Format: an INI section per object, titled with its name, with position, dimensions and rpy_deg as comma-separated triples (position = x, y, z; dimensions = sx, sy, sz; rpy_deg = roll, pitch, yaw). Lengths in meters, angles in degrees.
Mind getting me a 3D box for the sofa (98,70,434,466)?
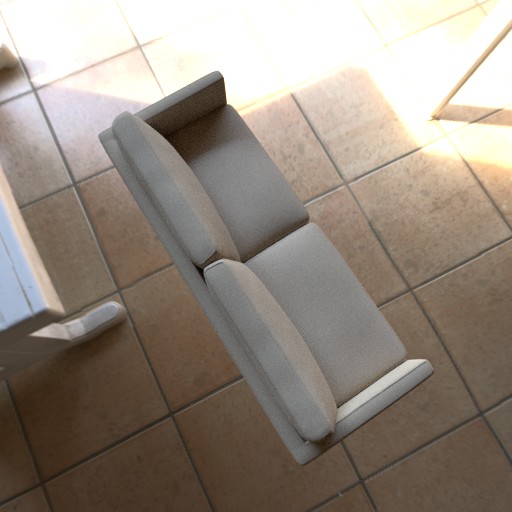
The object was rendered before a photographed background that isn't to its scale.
[sofa]
position = 0.000, 0.000, 2.919
dimensions = 0.951, 0.968, 2.361
rpy_deg = -32, 78, -8
